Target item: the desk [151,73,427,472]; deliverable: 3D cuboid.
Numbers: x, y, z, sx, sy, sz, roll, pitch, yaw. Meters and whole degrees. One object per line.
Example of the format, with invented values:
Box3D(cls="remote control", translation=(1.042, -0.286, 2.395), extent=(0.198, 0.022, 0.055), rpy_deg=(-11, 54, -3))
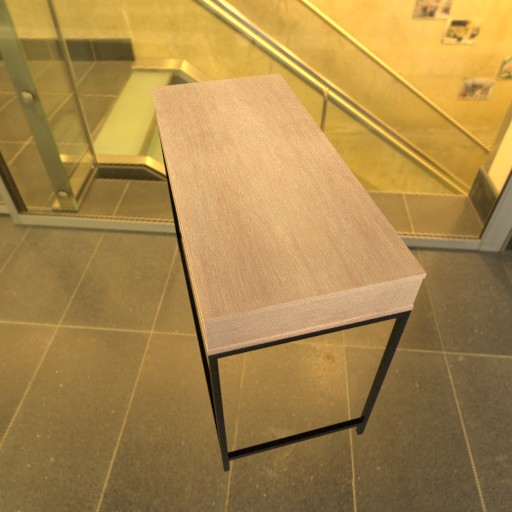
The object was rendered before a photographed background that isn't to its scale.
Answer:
Box3D(cls="desk", translation=(0.000, 0.000, 1.471), extent=(0.470, 0.762, 1.016), rpy_deg=(-11, 46, -10))
